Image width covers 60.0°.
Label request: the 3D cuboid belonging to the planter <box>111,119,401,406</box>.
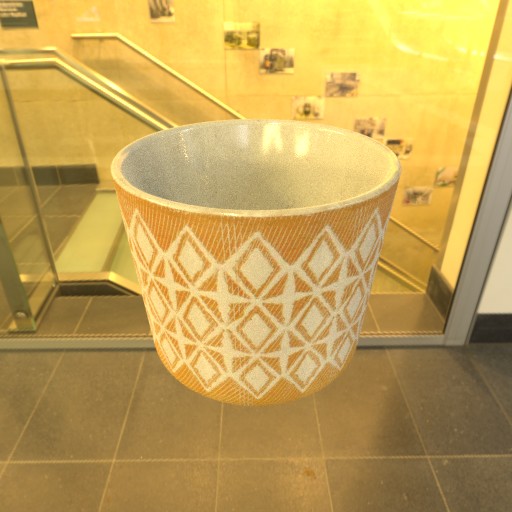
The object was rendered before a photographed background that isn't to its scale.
[{"bbox_3d":[0.000,0.000,0.347,0.193,0.165,0.193,0,31,0],"label":"planter"}]
